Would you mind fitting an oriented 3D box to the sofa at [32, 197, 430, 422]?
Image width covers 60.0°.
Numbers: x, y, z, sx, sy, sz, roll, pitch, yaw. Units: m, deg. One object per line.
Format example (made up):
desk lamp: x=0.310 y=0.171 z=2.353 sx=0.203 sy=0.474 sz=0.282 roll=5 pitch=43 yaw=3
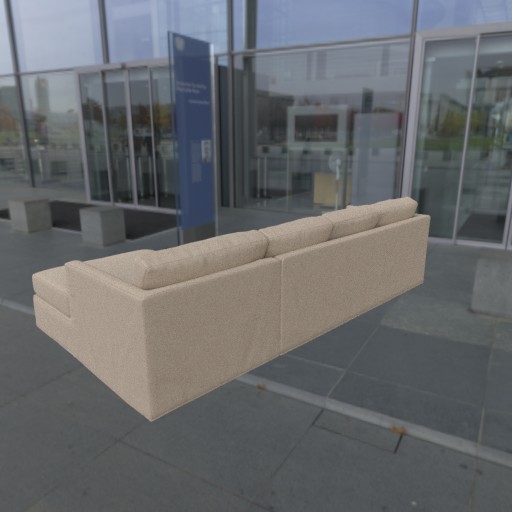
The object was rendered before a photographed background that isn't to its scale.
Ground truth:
sofa: x=0.000 y=0.000 z=3.823 sx=3.177 sy=0.867 sz=1.622 roll=-15 pitch=22 yaw=-43
